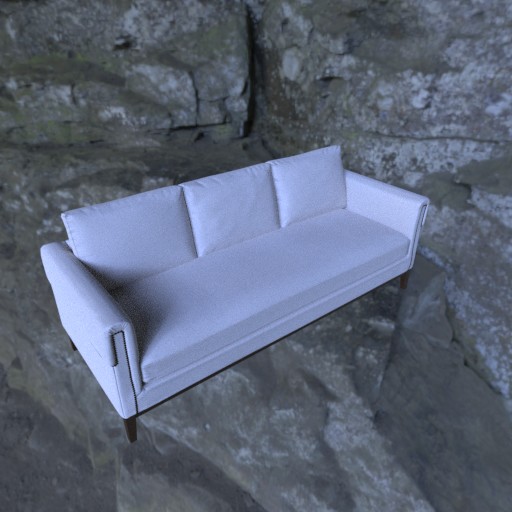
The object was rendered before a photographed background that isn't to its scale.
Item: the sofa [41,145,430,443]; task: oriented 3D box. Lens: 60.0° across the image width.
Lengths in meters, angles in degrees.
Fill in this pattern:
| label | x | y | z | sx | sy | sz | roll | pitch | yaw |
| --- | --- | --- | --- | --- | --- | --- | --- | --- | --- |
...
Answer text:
| label | x | y | z | sx | sy | sz | roll | pitch | yaw |
| --- | --- | --- | --- | --- | --- | --- | --- | --- | --- |
| sofa | 0.000 | 0.000 | 2.694 | 2.198 | 0.911 | 0.902 | -21 | 36 | -32 |
